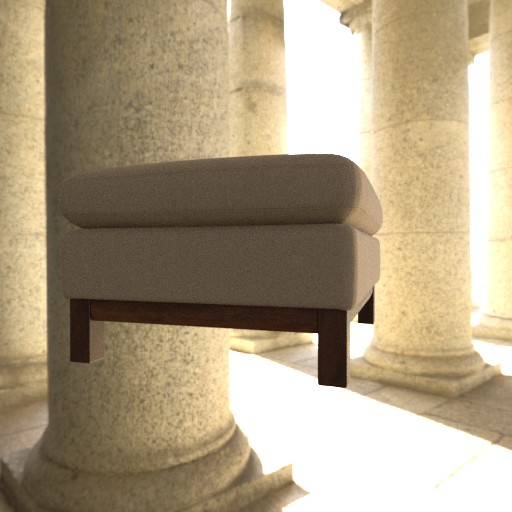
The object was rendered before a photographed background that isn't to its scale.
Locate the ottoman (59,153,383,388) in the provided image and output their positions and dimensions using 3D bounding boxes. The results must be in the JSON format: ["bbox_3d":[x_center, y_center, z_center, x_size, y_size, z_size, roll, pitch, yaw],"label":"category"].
[{"bbox_3d":[0.000,0.000,1.135,0.606,0.420,0.771,0,1,18],"label":"ottoman"}]
